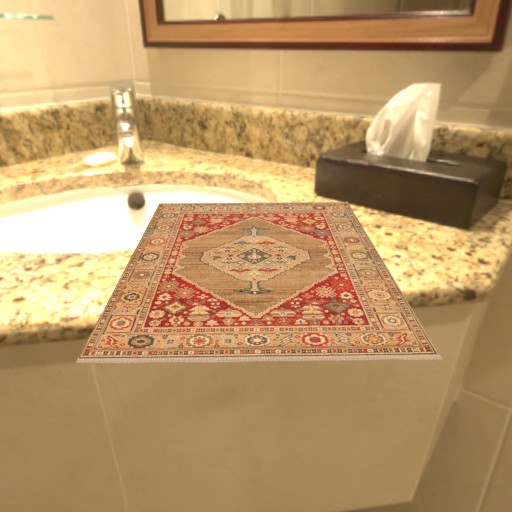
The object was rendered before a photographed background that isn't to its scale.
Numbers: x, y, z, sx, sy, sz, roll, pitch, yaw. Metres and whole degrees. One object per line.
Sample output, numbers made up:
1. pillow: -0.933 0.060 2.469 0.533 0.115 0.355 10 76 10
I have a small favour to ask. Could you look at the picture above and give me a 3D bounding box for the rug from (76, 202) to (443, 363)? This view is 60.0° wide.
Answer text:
1. rug: 0.000 0.000 4.355 2.451 0.008 3.143 0 26 -1
